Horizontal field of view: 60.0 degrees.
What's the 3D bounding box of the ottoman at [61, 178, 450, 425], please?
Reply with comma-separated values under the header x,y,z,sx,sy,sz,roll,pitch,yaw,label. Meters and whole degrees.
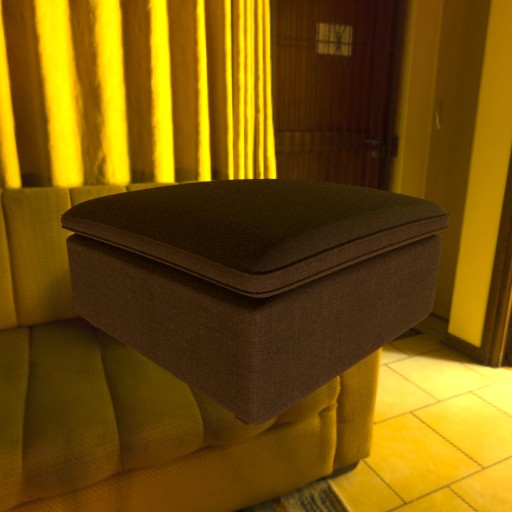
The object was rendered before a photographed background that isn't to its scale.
x,y,z,sx,sy,sz,roll,pitch,yaw,label
0.000,0.000,1.700,1.067,0.559,1.067,15,22,43,ottoman
